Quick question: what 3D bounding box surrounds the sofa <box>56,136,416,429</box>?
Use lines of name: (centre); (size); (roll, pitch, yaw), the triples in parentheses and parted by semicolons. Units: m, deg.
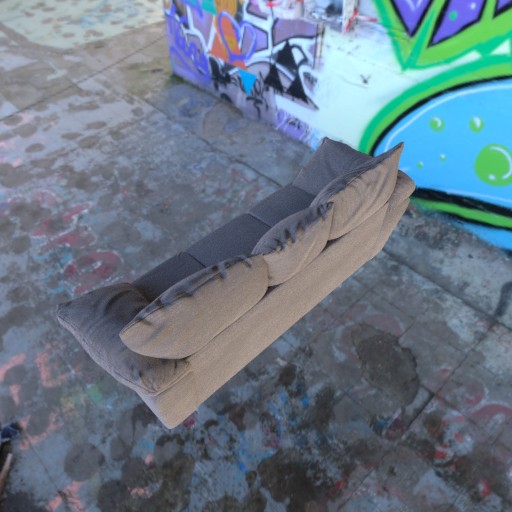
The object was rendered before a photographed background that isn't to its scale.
sofa: (0.000, 0.000, 2.926); (2.390, 1.043, 0.927); (-35, 56, -29)
